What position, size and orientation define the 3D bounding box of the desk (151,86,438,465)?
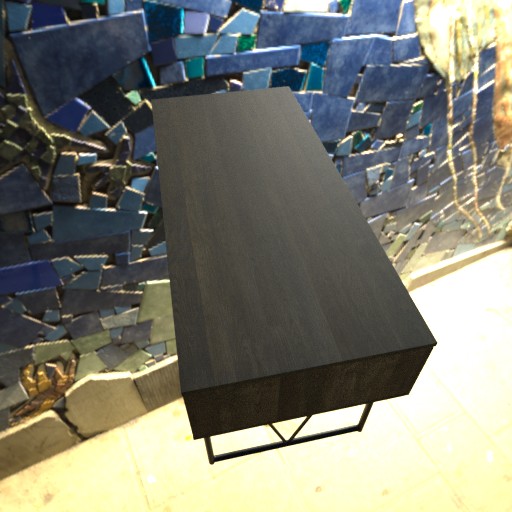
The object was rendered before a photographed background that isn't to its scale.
[{"bbox_3d":[0.000,0.000,2.002,0.730,0.780,1.600,-9,47,-8],"label":"desk"}]
